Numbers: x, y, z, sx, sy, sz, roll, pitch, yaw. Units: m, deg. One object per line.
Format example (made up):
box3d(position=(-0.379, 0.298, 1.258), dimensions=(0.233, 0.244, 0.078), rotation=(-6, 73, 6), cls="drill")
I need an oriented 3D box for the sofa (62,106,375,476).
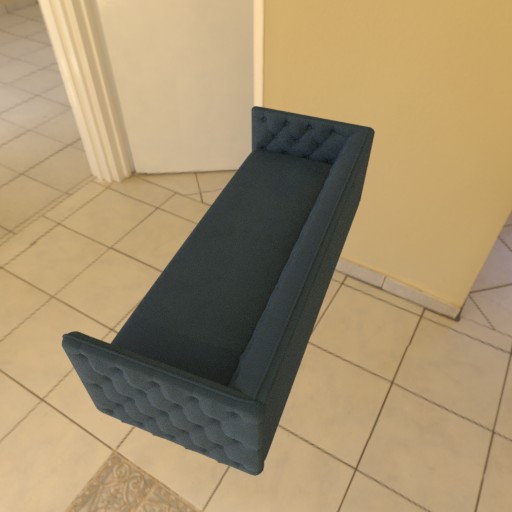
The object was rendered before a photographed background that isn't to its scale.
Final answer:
box3d(position=(0.000, 0.000, 2.640), dimensions=(0.895, 0.771, 2.209), rotation=(16, 47, 15), cls="sofa")
